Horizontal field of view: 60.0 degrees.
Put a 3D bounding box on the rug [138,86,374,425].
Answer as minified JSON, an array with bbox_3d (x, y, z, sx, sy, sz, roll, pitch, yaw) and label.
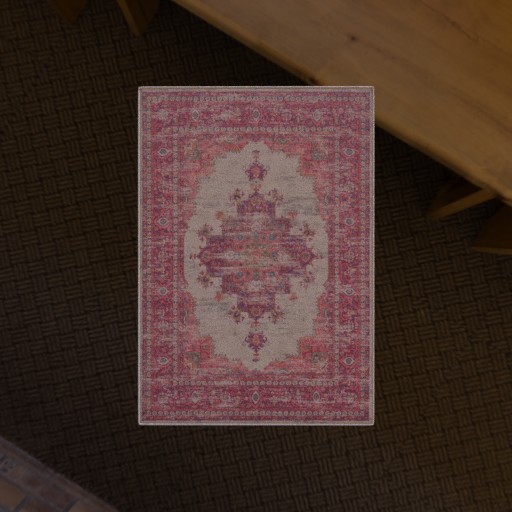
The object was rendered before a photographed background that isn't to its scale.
[{"bbox_3d":[0.000,0.000,3.766,2.005,0.014,2.878,0,90,0],"label":"rug"}]
